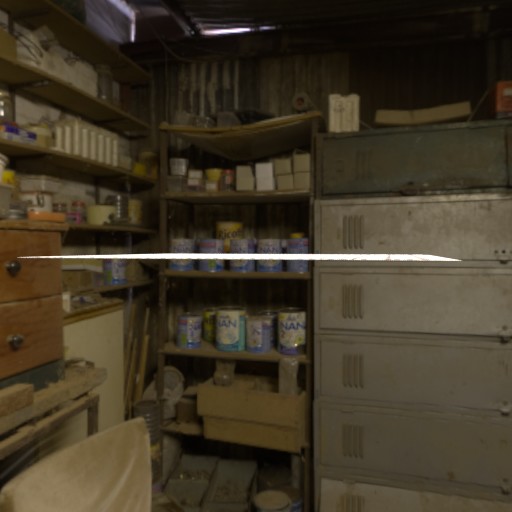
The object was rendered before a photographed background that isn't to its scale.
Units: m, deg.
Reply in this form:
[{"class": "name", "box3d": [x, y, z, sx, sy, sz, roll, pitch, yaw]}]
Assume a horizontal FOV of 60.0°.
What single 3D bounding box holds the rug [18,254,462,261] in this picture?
[{"class": "rug", "box3d": [0.000, 0.000, 4.138, 3.196, 0.007, 2.354, 0, 1, 17]}]
